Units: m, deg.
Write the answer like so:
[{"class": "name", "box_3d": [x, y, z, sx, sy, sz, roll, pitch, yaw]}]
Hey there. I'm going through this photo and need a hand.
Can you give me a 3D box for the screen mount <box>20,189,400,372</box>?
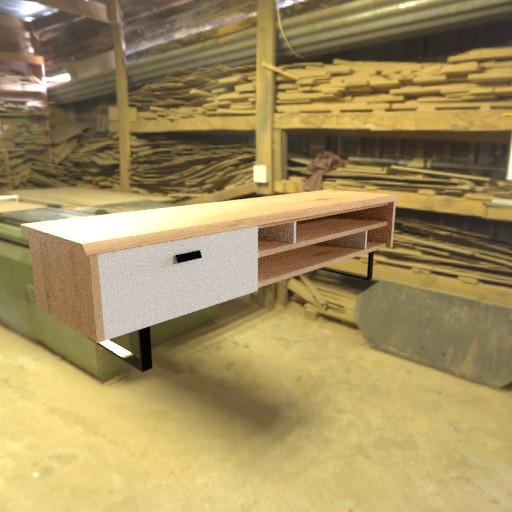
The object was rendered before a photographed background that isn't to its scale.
[{"class": "screen mount", "box_3d": [0.000, 0.000, 1.906, 0.450, 0.430, 1.700, 13, 19, 42]}]
